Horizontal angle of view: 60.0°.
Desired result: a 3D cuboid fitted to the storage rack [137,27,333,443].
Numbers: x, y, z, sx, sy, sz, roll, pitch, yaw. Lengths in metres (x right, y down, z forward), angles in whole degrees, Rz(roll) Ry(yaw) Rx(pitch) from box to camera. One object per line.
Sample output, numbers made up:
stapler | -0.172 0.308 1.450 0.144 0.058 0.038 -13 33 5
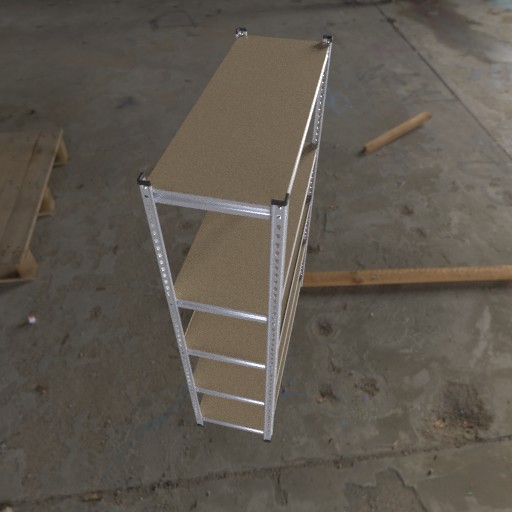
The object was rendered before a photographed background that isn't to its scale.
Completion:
storage rack | 0.000 0.000 2.354 0.457 1.829 1.219 10 48 9
